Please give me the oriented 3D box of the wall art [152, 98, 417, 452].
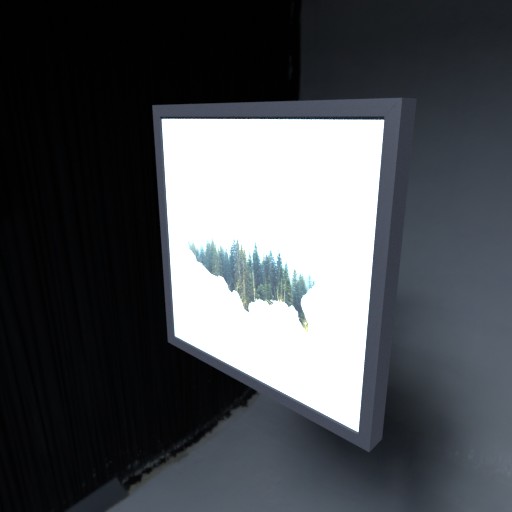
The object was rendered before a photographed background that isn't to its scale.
[{"bbox_3d":[0.000,0.000,0.778,0.509,0.509,0.040,16,23,41],"label":"wall art"}]
